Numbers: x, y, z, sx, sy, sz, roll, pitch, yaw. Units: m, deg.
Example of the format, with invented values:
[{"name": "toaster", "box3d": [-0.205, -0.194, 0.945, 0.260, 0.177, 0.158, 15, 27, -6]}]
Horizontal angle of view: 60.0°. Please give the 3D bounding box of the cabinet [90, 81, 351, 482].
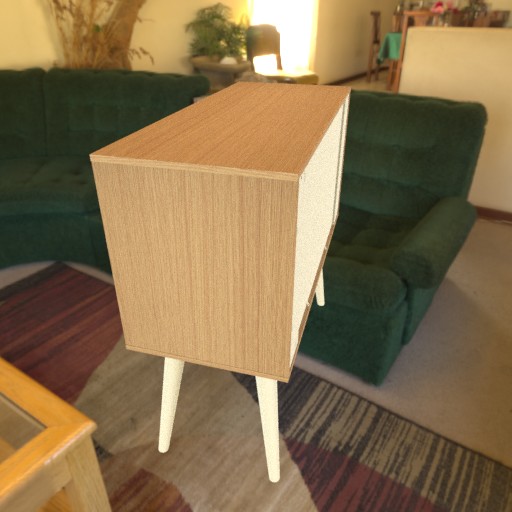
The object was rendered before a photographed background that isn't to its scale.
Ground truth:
[{"name": "cabinet", "box3d": [0.000, 0.000, 1.596, 0.470, 1.016, 1.057, 8, 31, 14]}]
